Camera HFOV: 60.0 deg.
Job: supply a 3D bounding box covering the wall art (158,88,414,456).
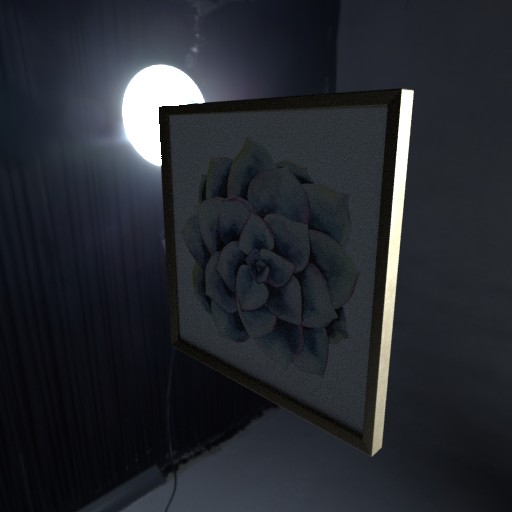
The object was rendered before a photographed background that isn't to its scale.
[{"bbox_3d":[0.000,0.000,0.759,0.503,0.506,0.030,15,21,43],"label":"wall art"}]
